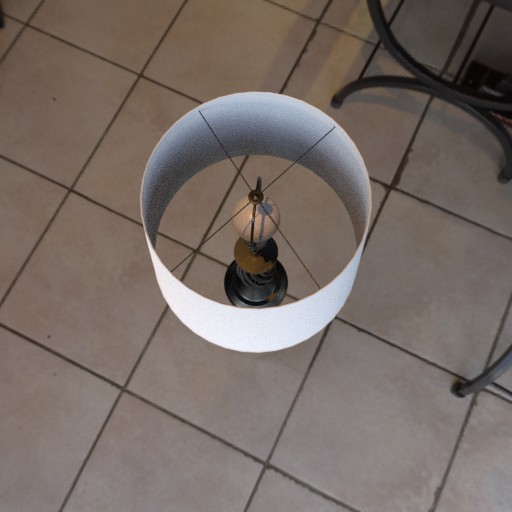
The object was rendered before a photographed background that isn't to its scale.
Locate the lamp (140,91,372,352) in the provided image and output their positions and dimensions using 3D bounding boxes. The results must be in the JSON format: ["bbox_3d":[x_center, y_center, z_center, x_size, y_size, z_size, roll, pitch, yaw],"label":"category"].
[{"bbox_3d":[0.000,0.000,0.772,0.331,0.594,0.331,0,77,0],"label":"lamp"}]
